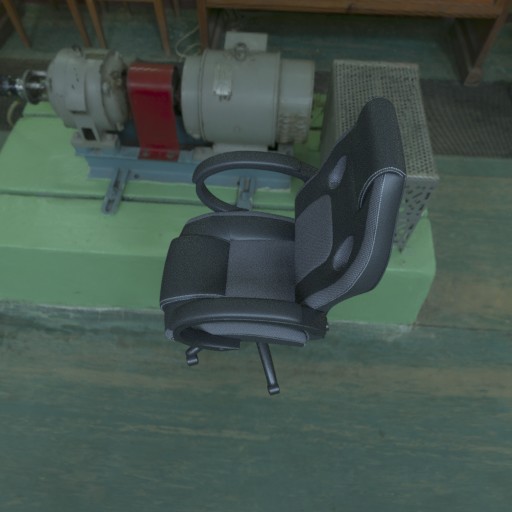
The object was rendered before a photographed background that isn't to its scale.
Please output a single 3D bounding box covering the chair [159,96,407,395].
[{"bbox_3d":[0.000,0.000,1.579,0.724,1.187,0.673,2,58,1],"label":"chair"}]
